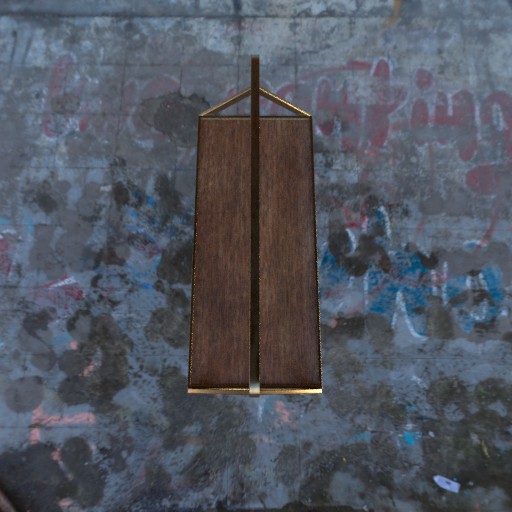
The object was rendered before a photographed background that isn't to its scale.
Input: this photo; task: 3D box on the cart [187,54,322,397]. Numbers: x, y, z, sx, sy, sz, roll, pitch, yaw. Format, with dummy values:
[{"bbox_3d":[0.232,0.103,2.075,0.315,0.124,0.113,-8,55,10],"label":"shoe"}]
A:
[{"bbox_3d":[0.000,0.000,1.213,0.313,0.805,0.723,0,75,0],"label":"cart"}]
